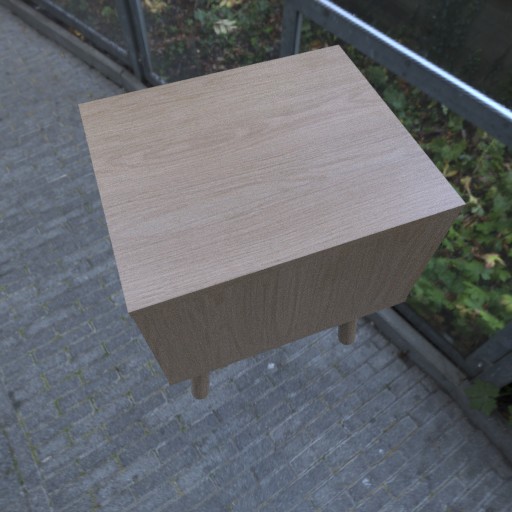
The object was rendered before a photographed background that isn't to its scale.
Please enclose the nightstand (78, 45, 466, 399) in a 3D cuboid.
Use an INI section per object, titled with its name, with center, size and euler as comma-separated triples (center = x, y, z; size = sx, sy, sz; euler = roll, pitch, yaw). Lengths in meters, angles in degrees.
[nightstand]
center = 0.000, 0.000, 0.879
size = 0.450, 0.571, 0.380
euler = -17, 59, -11
